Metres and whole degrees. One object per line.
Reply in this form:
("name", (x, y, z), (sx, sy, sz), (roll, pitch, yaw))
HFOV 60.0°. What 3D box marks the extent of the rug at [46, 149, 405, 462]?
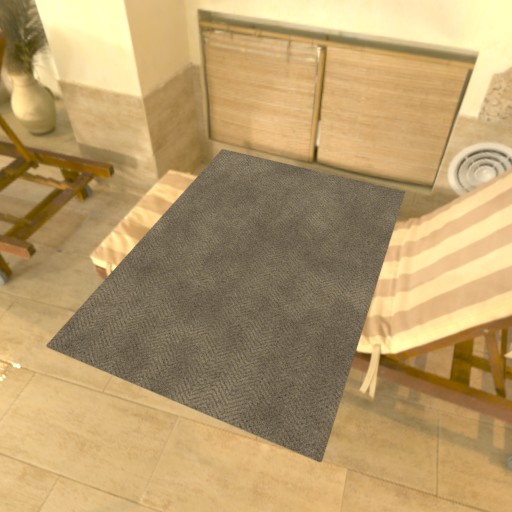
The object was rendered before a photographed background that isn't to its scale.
("rug", (0.000, 0.000, 2.977), (1.600, 0.008, 2.235), (17, 47, 16))
